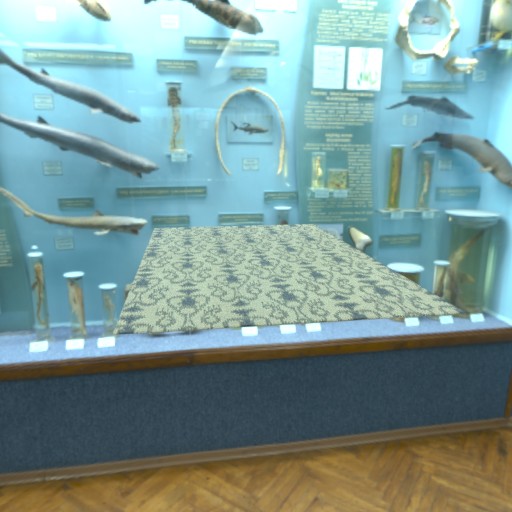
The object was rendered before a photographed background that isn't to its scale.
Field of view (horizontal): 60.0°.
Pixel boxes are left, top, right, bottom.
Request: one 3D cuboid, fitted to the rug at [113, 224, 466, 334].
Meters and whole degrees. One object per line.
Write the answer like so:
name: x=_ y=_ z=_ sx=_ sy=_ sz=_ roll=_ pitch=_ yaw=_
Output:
rug: x=0.000 y=0.000 z=2.058 sx=1.035 sy=0.006 sz=1.652 roll=-2 pitch=14 yaw=-9
